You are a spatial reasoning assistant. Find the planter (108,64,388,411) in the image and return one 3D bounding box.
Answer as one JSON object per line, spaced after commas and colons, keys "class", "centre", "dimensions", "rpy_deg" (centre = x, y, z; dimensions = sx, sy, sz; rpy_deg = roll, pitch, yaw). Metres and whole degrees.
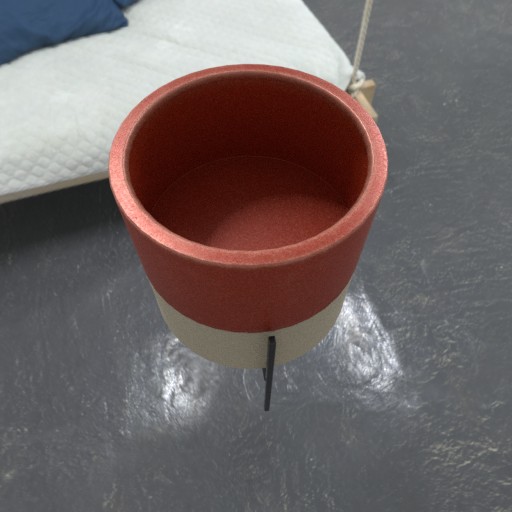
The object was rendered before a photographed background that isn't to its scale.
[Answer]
{"class": "planter", "centre": [0.000, 0.000, 0.522], "dimensions": [0.251, 0.354, 0.235], "rpy_deg": [-34, 63, -19]}
